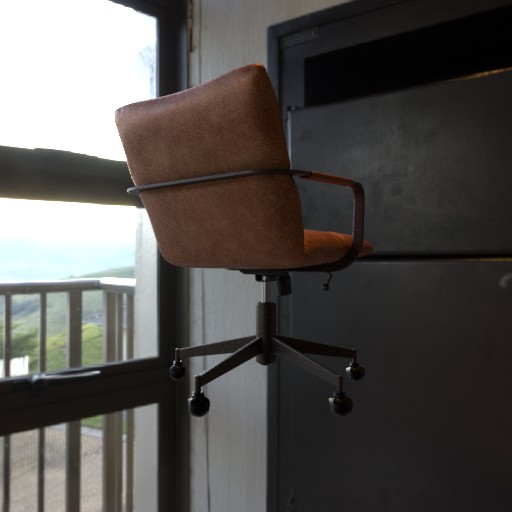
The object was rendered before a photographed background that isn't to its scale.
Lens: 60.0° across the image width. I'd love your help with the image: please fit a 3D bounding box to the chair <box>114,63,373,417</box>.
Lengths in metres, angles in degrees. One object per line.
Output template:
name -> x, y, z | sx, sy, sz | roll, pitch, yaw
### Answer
chair -> 0.000, 0.000, 1.491 | 0.727, 0.922, 0.754 | 0, -1, 36
